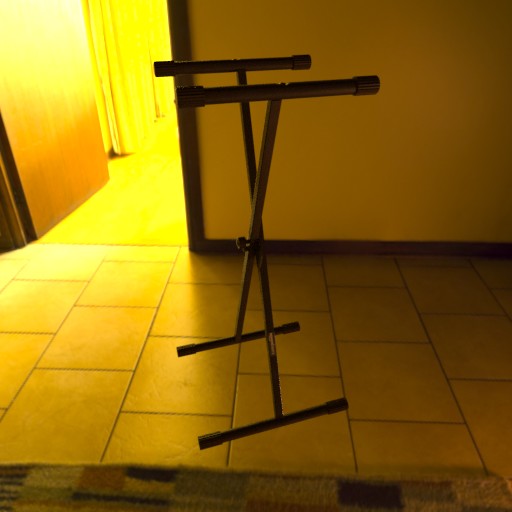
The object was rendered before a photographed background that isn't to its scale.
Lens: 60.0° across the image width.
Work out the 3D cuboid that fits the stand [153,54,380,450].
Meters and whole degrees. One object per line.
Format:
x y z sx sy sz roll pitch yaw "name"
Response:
0.000 0.000 1.190 0.449 0.940 0.409 -9 33 -15 "stand"
